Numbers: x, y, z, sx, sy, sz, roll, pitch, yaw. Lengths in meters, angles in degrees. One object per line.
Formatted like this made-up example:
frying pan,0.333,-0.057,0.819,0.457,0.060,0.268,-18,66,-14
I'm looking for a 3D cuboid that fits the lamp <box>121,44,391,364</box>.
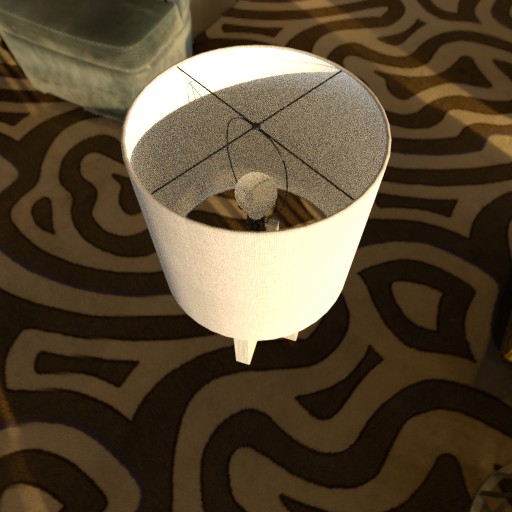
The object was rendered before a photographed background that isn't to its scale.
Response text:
lamp,0.000,0.000,0.560,0.229,0.428,0.229,15,60,9
